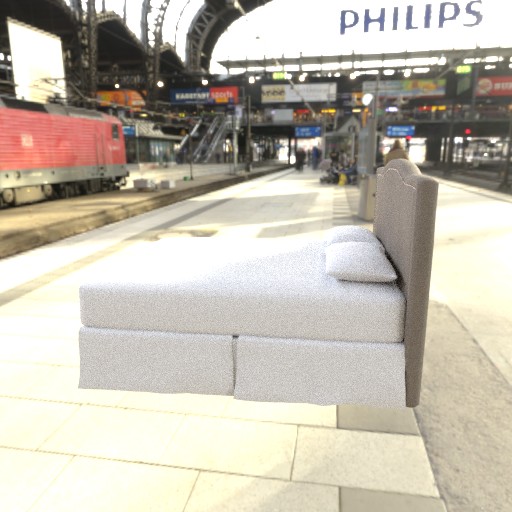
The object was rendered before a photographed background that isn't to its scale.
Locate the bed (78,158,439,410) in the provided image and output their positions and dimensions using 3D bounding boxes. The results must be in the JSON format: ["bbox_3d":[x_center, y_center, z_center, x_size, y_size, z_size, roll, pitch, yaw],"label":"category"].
[{"bbox_3d":[0.000,0.000,3.350,2.128,1.441,1.744,2,13,7],"label":"bed"}]
